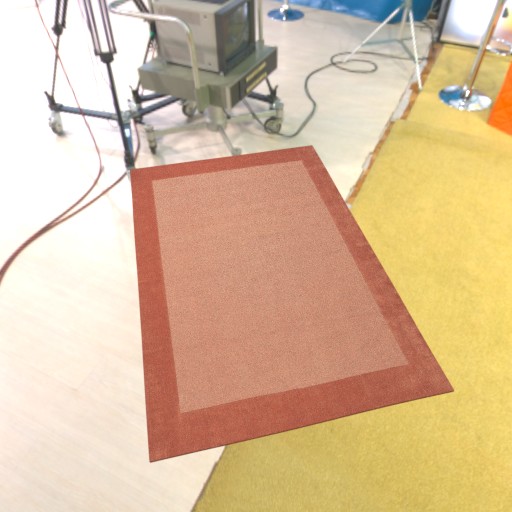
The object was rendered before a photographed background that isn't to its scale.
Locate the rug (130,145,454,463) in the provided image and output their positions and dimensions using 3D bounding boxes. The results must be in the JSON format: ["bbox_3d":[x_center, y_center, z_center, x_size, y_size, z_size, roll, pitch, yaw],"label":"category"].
[{"bbox_3d":[0.000,0.000,2.306,1.219,0.014,1.829,-10,47,-9],"label":"rug"}]
